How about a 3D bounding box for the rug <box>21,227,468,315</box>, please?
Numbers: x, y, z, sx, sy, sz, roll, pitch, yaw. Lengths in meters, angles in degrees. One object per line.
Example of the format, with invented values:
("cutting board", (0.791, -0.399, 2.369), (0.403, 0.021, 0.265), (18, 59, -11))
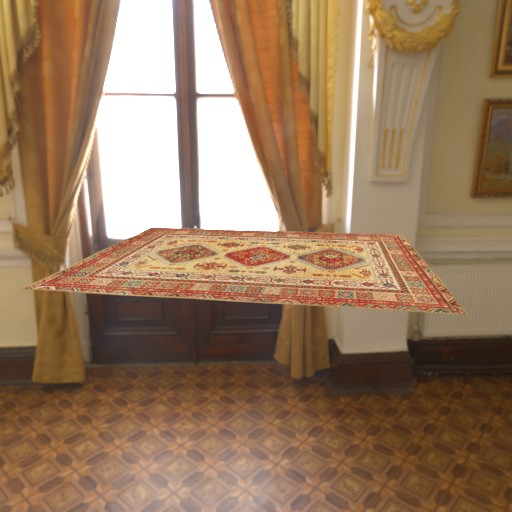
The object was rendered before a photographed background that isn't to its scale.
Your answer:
("rug", (0.000, 0.000, 4.157), (3.067, 0.005, 2.460), (2, 15, 9))
